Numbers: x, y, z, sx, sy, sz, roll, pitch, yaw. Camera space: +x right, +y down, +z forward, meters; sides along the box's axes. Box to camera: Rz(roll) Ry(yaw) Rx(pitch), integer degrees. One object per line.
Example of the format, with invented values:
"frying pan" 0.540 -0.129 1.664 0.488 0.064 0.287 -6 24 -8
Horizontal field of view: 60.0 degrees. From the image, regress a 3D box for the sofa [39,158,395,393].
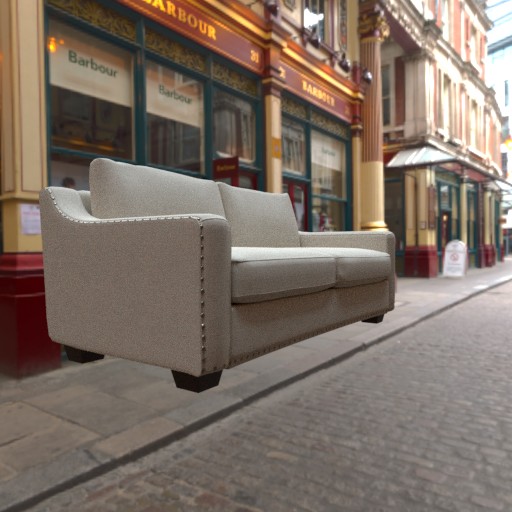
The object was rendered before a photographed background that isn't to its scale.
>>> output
"sofa" 0.000 0.000 2.695 1.104 0.983 2.107 1 1 35
